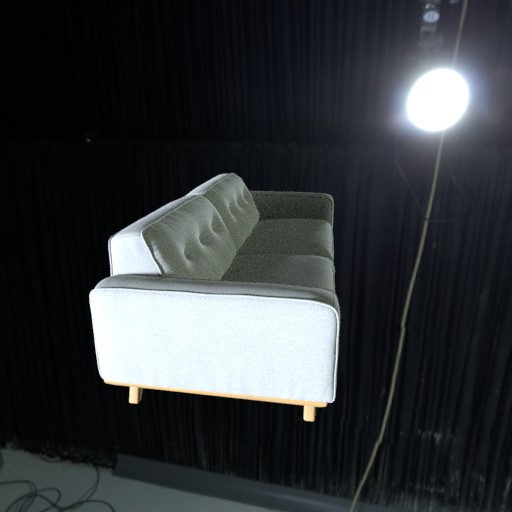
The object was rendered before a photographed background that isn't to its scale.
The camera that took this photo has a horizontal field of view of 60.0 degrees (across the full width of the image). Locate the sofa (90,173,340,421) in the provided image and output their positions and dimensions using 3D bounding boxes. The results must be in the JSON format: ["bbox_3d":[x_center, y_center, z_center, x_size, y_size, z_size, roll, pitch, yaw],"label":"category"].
[{"bbox_3d":[0.000,0.000,2.704,0.956,0.781,2.270,3,18,8],"label":"sofa"}]
